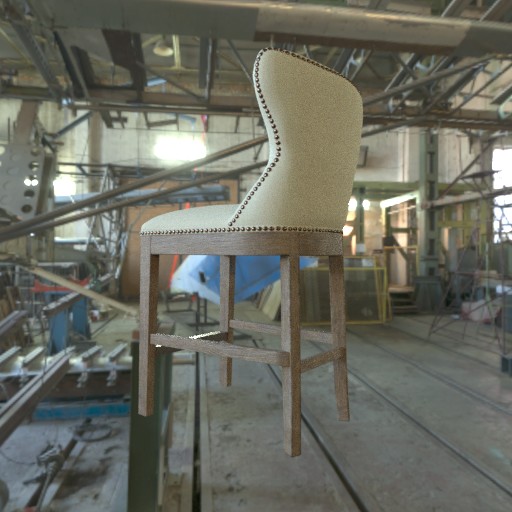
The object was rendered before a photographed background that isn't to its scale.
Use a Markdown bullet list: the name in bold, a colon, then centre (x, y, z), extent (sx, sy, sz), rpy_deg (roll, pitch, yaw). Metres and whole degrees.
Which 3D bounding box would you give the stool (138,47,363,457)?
- **stool**: centre (0.000, 0.000, 1.339), extent (0.608, 0.981, 0.498), rpy_deg (0, 0, 37)
